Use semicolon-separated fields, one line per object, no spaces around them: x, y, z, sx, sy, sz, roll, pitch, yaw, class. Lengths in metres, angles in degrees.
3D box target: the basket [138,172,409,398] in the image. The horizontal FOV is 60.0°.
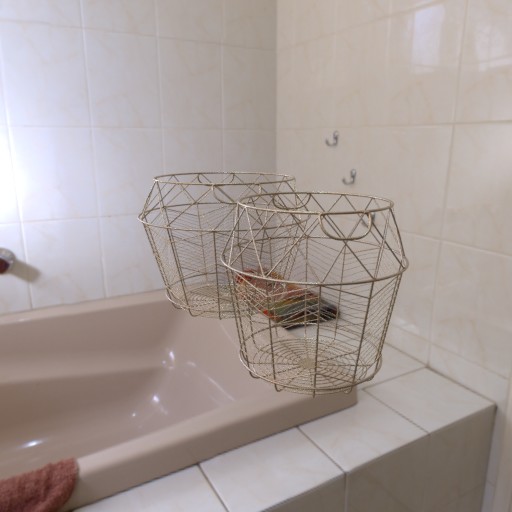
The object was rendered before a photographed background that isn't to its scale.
0.000;0.000;1.042;0.451;0.343;0.805;-7;16;-26;basket
